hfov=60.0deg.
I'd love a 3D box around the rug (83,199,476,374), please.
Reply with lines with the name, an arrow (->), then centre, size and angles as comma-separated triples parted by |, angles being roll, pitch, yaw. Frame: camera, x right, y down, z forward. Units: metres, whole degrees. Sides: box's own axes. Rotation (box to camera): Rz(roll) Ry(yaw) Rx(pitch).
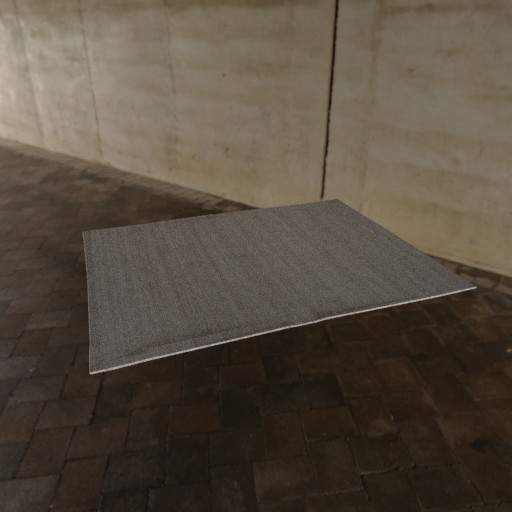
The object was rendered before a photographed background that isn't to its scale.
rug -> 0.000, 0.000, 5.149 | 3.778, 0.053, 2.873 | -9, 28, -18
